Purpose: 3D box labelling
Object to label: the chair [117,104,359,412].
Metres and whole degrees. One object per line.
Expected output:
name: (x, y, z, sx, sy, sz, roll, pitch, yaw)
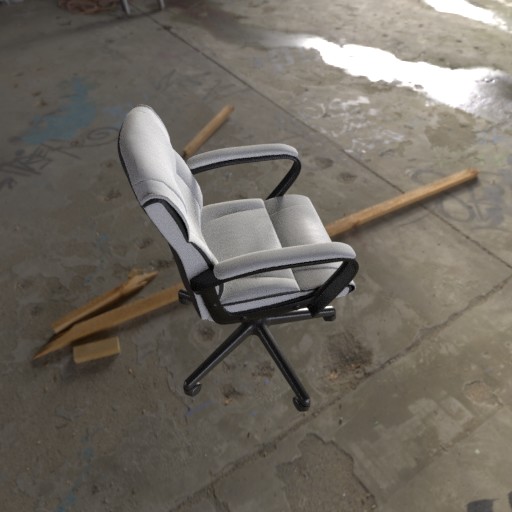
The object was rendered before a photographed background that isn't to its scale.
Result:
chair: (0.000, 0.000, 1.518, 0.717, 1.004, 0.739, -10, 47, -9)
